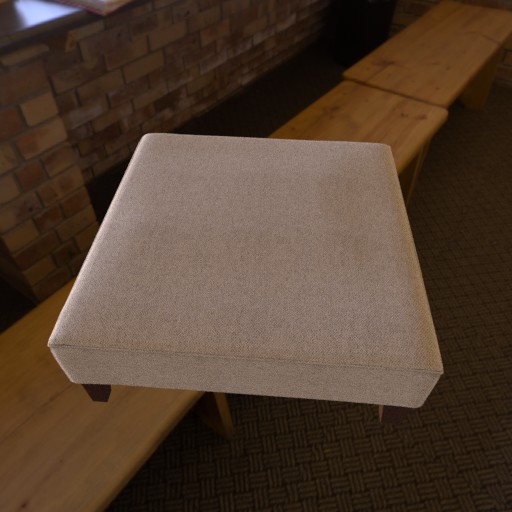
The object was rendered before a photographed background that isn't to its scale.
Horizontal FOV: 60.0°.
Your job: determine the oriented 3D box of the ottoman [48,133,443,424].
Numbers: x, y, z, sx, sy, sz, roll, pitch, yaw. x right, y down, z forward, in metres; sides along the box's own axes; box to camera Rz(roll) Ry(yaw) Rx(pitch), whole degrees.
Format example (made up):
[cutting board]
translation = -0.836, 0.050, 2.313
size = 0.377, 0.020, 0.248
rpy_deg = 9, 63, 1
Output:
[ottoman]
translation = 0.000, 0.000, 1.500
size = 0.973, 0.381, 0.982
rpy_deg = 3, 47, 3
